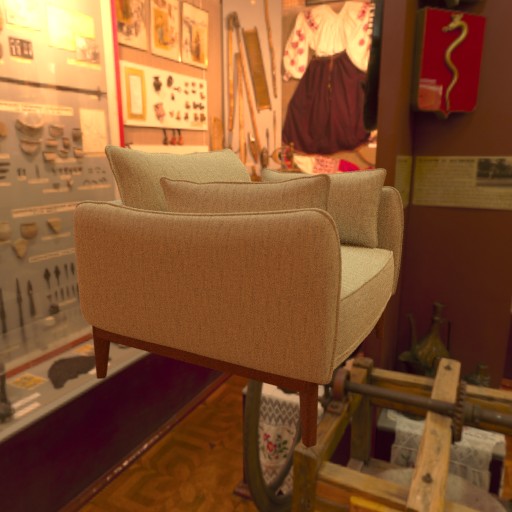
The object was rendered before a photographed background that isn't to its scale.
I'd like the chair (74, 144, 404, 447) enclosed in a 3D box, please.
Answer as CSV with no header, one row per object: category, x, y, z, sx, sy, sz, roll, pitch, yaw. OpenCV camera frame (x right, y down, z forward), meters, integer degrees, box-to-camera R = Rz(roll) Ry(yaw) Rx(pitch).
chair,0.000,0.000,1.764,0.991,0.855,0.994,7,15,27
